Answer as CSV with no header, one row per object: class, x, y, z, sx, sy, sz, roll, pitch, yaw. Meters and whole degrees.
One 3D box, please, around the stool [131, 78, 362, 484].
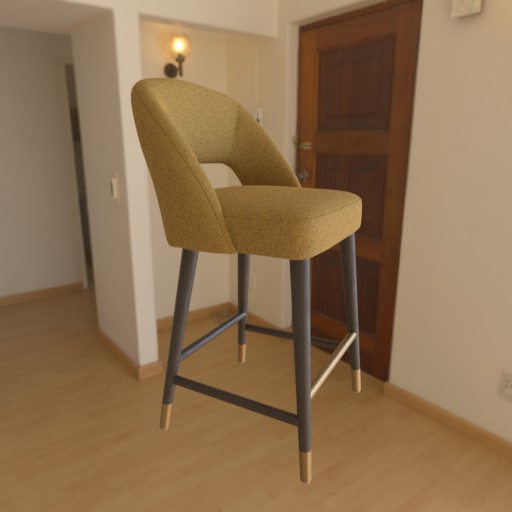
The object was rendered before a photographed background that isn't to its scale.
stool,0.000,0.000,1.225,0.522,0.939,0.536,8,16,27
